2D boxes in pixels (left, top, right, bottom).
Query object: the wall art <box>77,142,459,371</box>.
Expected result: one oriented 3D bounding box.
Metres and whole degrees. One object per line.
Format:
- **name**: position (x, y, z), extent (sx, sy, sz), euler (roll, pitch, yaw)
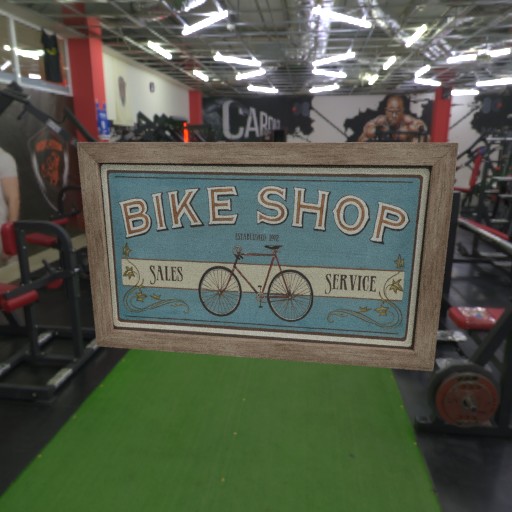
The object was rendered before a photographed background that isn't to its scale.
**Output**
- **wall art**: position (0.000, 0.000, 0.967), extent (0.780, 0.480, 0.021), euler (2, 15, 9)
